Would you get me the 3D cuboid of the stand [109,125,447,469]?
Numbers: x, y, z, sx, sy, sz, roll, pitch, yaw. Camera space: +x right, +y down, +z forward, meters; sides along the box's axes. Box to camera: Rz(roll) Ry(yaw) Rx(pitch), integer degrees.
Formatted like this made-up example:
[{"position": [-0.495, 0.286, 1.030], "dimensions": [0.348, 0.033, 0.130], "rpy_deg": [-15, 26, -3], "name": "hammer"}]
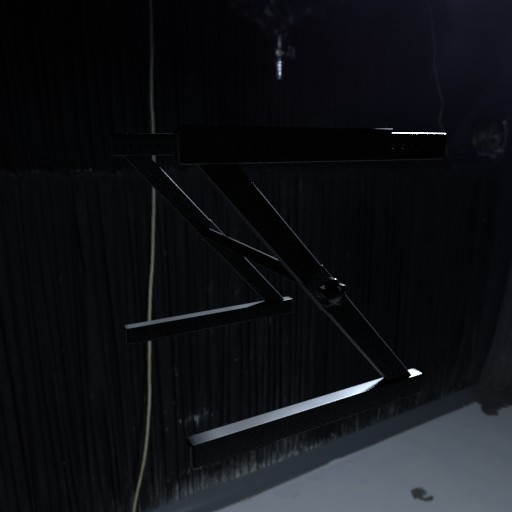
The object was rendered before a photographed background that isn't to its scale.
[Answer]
[{"position": [0.000, 0.000, 1.143], "dimensions": [0.586, 0.617, 0.700], "rpy_deg": [-7, 16, -26], "name": "stand"}]
